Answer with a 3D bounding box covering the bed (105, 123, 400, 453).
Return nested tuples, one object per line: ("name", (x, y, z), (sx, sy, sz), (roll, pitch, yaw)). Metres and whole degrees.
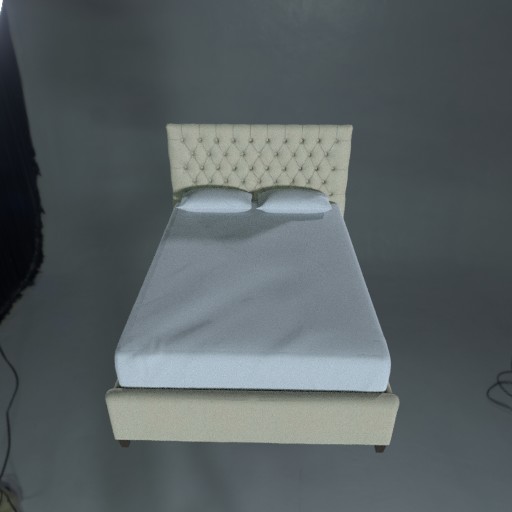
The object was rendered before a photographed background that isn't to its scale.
("bed", (0.000, 0.000, 3.388), (1.698, 1.427, 2.387), (1, 31, 1))
